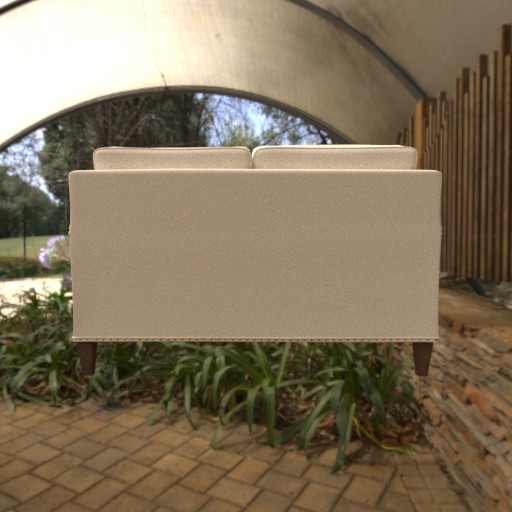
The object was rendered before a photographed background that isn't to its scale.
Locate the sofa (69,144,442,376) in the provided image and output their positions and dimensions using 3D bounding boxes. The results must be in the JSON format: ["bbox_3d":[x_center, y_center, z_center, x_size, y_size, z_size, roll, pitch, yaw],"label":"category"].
[{"bbox_3d":[0.000,0.000,2.310,1.597,1.003,1.084,0,2,0],"label":"sofa"}]
